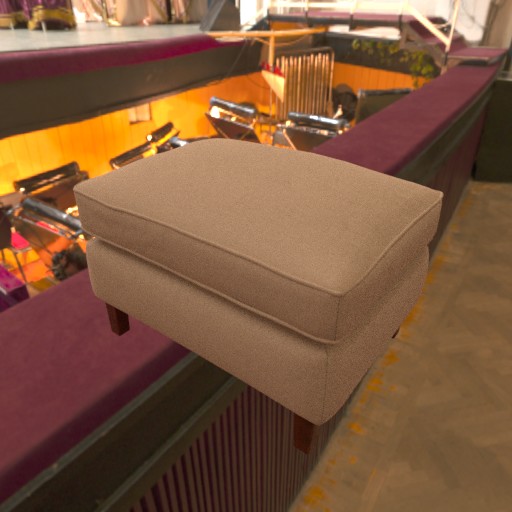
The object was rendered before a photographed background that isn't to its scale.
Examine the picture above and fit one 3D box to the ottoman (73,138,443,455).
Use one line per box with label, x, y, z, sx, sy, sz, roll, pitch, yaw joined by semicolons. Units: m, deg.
ottoman;0.000;0.000;1.011;0.665;0.456;0.501;21;37;31
